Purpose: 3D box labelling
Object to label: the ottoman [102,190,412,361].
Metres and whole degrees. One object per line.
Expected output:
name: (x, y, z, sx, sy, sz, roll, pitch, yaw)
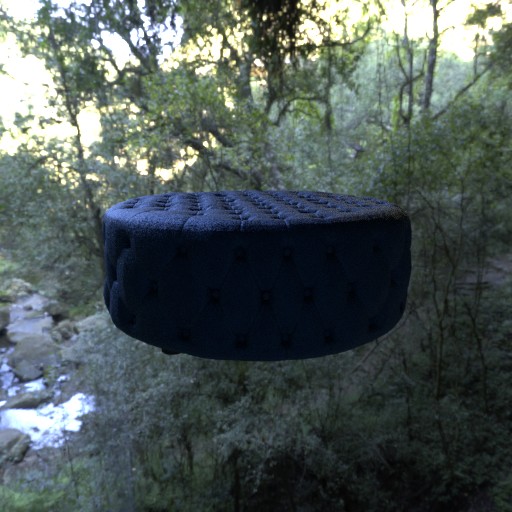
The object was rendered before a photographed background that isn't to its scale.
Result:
ottoman: (0.000, 0.000, 1.522, 0.998, 0.398, 0.998, 0, 13, 0)
